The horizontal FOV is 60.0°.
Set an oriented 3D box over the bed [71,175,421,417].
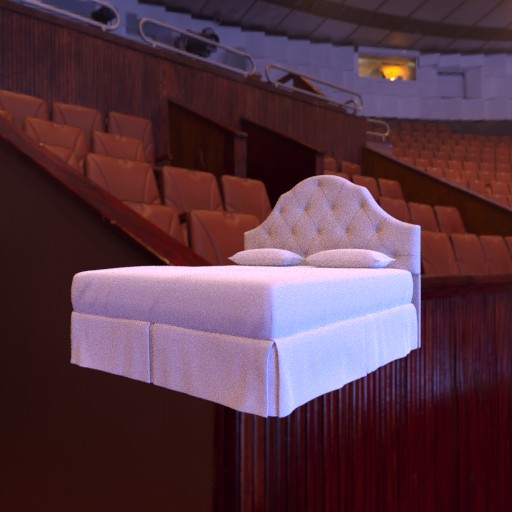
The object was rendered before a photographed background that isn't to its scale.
[{"bbox_3d":[0.000,0.000,3.626,2.008,1.615,2.214,0,0,38],"label":"bed"}]
